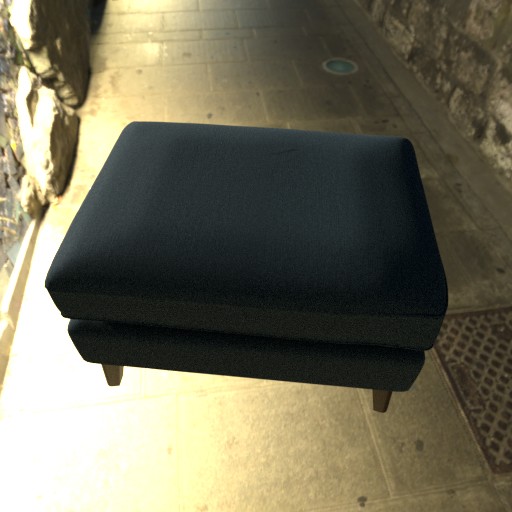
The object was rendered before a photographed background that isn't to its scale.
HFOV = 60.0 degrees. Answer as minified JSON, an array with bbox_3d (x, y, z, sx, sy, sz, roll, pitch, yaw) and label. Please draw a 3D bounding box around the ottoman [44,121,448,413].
[{"bbox_3d":[0.000,0.000,1.218,0.835,0.503,0.629,4,48,4],"label":"ottoman"}]
